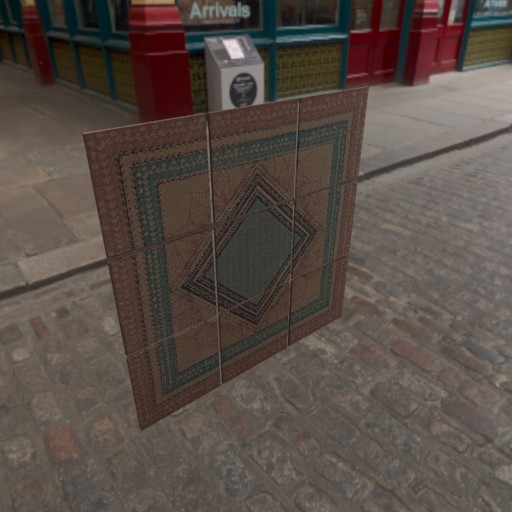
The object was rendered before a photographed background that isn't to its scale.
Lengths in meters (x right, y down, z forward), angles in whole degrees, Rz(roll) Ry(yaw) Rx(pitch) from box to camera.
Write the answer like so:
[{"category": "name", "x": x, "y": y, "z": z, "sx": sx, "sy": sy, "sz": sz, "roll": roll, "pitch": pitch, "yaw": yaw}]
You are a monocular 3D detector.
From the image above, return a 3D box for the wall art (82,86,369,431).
[{"category": "wall art", "x": 0.000, "y": 0.000, "z": 2.320, "sx": 1.527, "sy": 1.525, "sz": 0.014, "roll": -22, "pitch": 36, "yaw": -33}]
